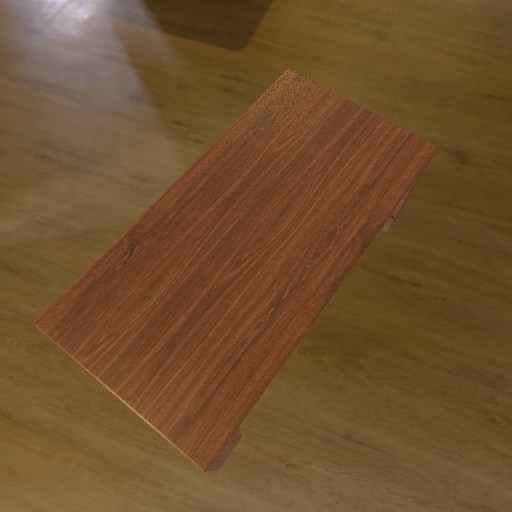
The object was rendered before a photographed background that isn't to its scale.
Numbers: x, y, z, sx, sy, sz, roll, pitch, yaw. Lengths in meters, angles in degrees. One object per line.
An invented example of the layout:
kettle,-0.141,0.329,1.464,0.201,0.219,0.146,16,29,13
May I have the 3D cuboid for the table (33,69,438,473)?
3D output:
table,0.000,0.000,1.503,0.600,0.400,1.200,34,69,15
